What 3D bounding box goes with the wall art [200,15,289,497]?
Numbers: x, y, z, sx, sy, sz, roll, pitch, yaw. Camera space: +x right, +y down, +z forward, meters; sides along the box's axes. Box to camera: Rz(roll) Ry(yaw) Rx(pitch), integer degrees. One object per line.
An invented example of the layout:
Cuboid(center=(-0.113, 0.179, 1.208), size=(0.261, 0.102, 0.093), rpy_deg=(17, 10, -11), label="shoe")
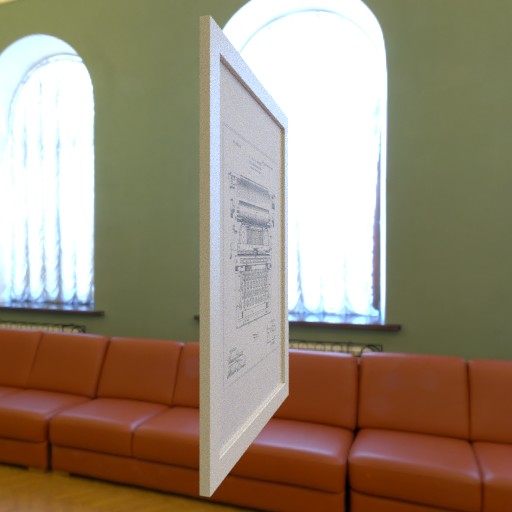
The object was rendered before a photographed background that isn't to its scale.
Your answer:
Cuboid(center=(0.000, 0.000, 0.673), size=(0.013, 0.533, 0.381), rpy_deg=(0, 0, 17), label="wall art")
